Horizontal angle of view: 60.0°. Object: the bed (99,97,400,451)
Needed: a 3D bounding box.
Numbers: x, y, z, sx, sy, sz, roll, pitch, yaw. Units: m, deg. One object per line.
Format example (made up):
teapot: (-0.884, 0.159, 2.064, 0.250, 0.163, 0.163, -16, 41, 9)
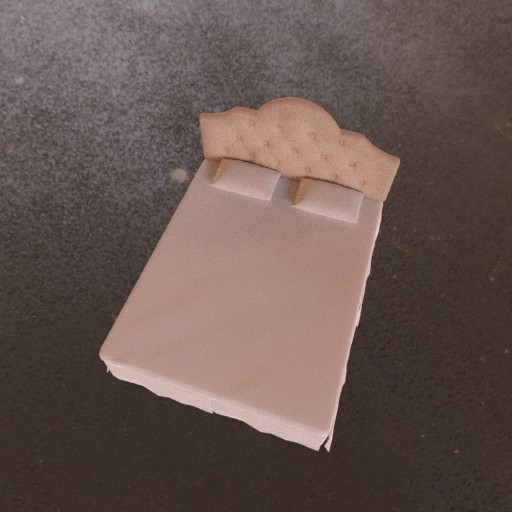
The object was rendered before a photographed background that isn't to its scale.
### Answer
bed: (0.000, 0.000, 3.090, 1.667, 1.194, 1.970, 16, 59, 10)
